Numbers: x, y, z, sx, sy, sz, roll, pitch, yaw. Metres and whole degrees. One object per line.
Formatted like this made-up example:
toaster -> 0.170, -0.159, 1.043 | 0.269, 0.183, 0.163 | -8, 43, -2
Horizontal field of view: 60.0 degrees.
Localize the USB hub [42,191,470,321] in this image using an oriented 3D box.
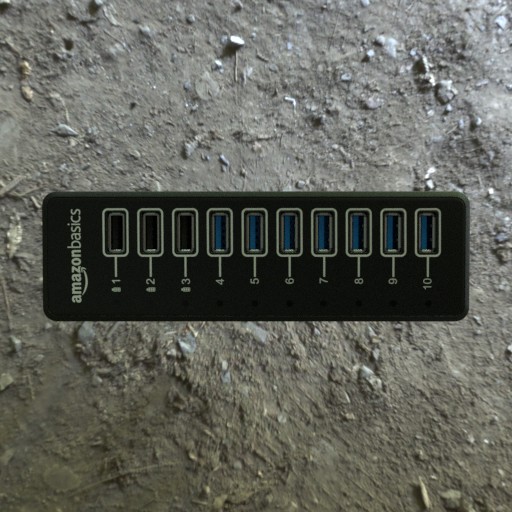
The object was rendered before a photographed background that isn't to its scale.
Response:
USB hub -> 0.000, 0.000, 0.161 | 0.145, 0.023, 0.044 | 0, 91, 0
